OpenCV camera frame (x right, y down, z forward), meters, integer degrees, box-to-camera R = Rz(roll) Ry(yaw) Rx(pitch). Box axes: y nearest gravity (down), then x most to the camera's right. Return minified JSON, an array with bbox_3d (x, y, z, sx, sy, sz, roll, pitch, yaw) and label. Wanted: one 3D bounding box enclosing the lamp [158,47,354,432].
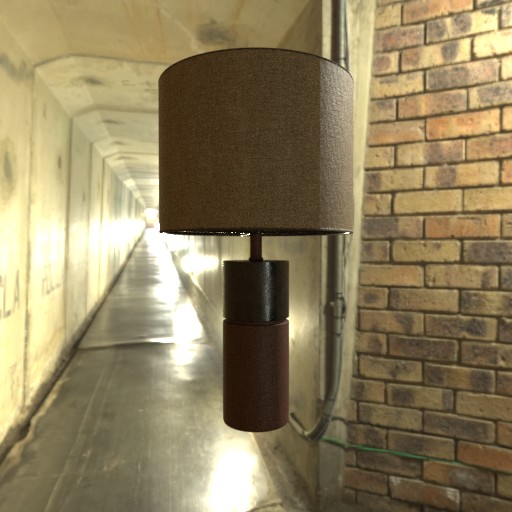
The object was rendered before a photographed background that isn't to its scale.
[{"bbox_3d":[0.000,0.000,0.471,0.202,0.350,0.202,0,1,0],"label":"lamp"}]
